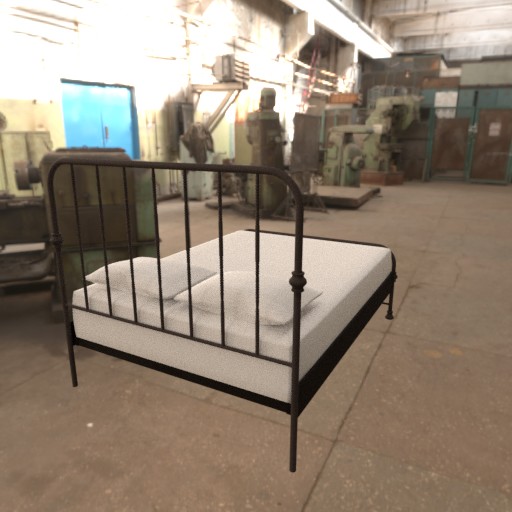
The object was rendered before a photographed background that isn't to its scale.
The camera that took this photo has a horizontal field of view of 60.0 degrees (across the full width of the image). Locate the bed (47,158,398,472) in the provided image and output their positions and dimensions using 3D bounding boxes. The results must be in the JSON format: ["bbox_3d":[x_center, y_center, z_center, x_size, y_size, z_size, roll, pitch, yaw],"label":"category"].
[{"bbox_3d":[0.000,0.000,3.184,1.616,1.446,2.134,8,18,28],"label":"bed"}]
